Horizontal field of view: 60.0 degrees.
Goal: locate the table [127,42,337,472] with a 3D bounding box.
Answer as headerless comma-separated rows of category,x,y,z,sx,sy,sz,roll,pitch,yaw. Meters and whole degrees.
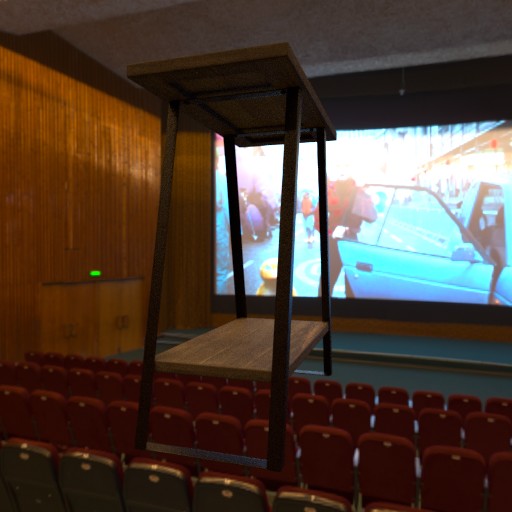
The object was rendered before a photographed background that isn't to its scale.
table,0.000,0.000,1.046,0.300,0.701,0.599,0,1,18
